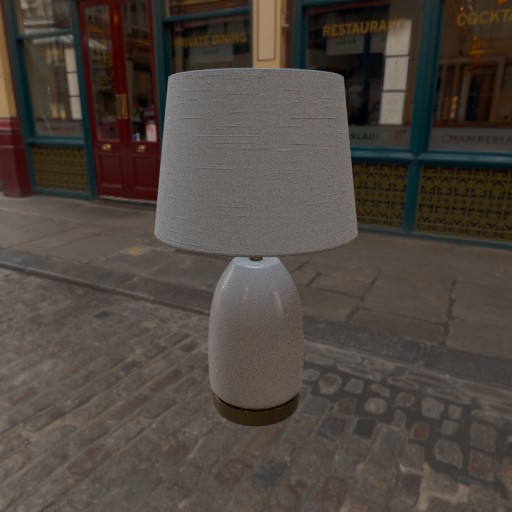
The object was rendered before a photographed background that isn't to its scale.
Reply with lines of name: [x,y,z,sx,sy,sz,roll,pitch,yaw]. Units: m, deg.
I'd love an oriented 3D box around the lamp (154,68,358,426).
lamp: [0.000,0.000,0.648,0.285,0.483,0.285,0,16,0]
